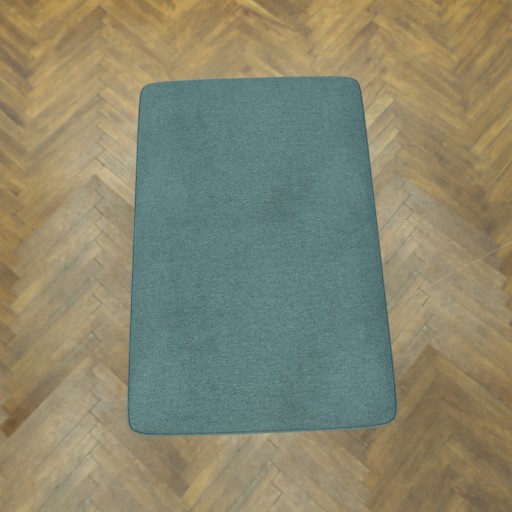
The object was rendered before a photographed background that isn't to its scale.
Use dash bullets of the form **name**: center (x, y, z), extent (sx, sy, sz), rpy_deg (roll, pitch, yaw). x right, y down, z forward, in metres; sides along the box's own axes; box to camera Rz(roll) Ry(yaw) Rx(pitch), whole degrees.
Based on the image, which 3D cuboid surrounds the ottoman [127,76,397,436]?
- **ottoman**: center (0.000, 0.000, 1.191), extent (0.584, 0.483, 0.864), rpy_deg (-2, 75, -1)
